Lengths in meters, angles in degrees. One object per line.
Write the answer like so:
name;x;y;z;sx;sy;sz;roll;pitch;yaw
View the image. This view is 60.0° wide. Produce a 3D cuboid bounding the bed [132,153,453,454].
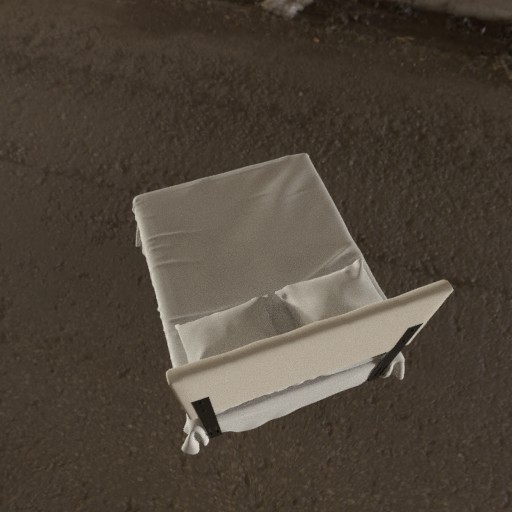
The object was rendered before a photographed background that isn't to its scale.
bed;0.000;0.000;3.482;1.936;1.577;2.222;-16;60;-10
